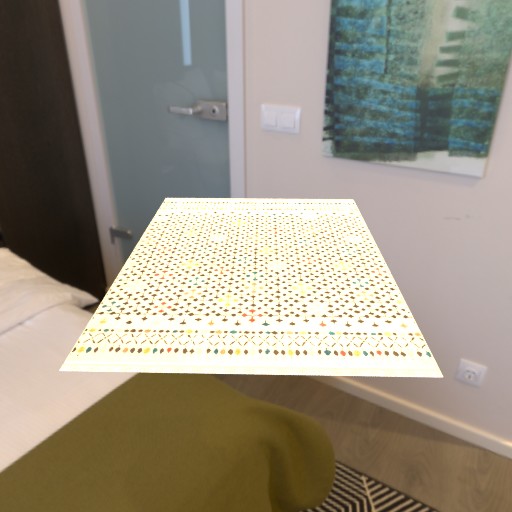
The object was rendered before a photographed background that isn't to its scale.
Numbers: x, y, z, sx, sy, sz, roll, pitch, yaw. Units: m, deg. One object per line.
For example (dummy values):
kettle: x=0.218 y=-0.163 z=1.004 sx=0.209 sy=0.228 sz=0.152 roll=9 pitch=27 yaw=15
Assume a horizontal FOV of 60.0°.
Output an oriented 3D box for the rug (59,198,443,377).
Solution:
rug: x=0.000 y=0.000 z=2.017 sx=1.146 sy=0.006 sz=1.556 roll=1 pitch=27 yaw=1
